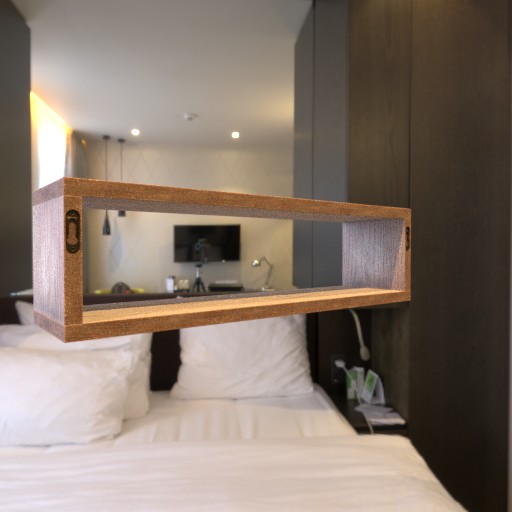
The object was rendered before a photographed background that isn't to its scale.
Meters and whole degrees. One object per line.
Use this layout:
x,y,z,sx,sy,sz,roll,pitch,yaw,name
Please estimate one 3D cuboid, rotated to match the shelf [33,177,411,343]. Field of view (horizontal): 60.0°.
0.000,0.000,0.698,0.610,0.170,0.150,-1,1,-37,shelf
